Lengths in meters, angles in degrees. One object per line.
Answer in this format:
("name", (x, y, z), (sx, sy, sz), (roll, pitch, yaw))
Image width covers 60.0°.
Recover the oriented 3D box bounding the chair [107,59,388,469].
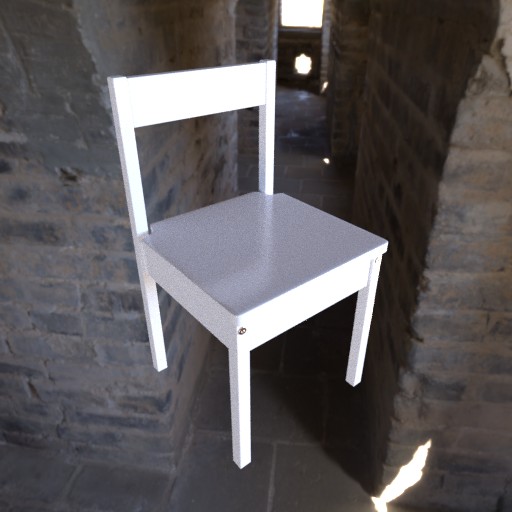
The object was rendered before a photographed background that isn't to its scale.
("chair", (0.000, 0.000, 0.890), (0.367, 0.668, 0.361), (-23, 37, -33))
